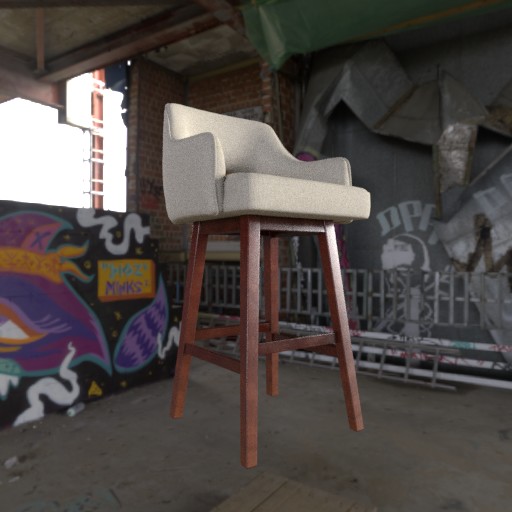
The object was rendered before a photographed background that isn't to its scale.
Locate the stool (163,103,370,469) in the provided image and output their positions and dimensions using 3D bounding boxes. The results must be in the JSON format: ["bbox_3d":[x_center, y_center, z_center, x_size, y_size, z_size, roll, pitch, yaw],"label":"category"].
[{"bbox_3d":[0.000,0.000,1.406,0.550,1.041,0.560,0,0,-36],"label":"stool"}]
